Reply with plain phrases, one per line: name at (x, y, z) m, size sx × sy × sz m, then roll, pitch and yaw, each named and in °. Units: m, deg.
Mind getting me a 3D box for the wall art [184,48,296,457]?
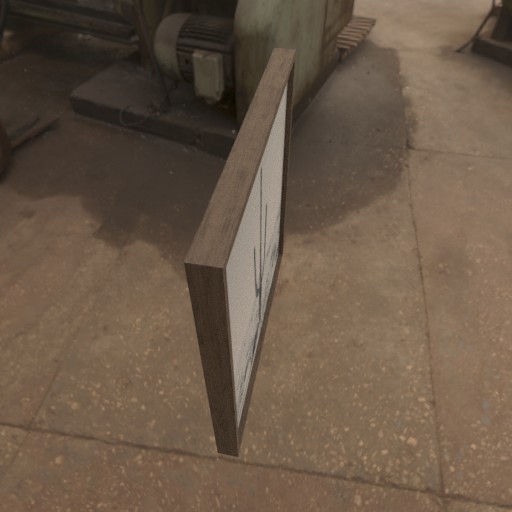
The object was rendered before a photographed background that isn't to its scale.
wall art at (0.000, 0.000, 0.775) m, size 0.038 × 0.508 × 0.508 m, roll 8°, pitch 48°, yaw 8°
